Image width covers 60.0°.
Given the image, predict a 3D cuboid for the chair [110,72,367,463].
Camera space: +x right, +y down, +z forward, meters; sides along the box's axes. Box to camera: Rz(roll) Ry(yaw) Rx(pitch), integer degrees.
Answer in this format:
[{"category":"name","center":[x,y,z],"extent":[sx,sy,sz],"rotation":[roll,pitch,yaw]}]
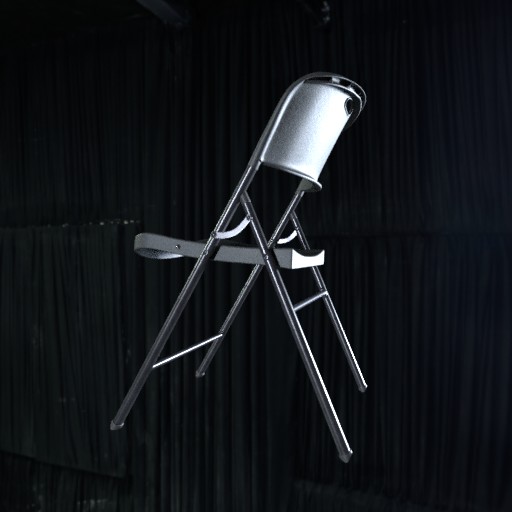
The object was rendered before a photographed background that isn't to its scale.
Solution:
[{"category":"chair","center":[0.000,0.000,1.180],"extent":[0.566,0.810,0.494],"rotation":[0,0,18]}]
